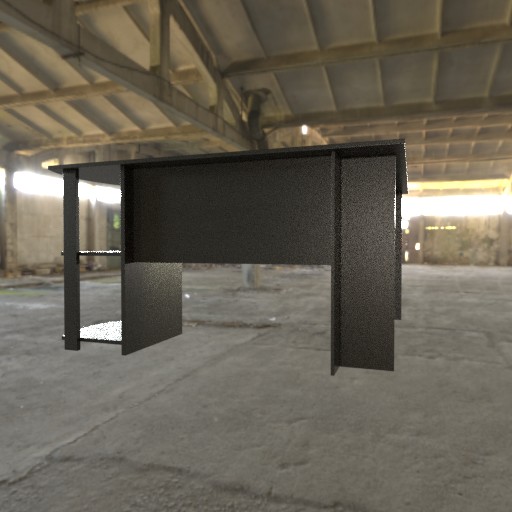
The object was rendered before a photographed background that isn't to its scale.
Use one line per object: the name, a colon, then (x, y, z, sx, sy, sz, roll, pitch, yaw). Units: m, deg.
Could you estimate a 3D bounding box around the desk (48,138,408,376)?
desk: (0.000, 0.000, 2.117, 1.361, 0.716, 1.303, 0, 1, 19)
